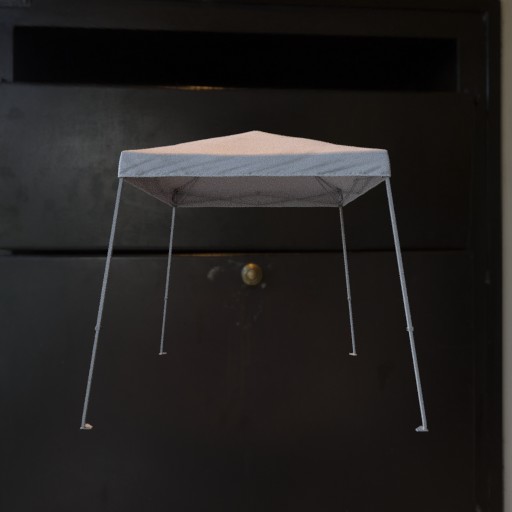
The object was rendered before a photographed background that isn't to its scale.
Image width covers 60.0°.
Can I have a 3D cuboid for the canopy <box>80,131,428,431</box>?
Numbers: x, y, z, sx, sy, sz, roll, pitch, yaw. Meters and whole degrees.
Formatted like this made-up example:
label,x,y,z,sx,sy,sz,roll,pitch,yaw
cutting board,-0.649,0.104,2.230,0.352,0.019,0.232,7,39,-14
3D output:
label,x,y,z,sx,sy,sz,roll,pitch,yaw
canopy,0.000,0.000,5.050,2.849,2.849,2.848,0,0,1
